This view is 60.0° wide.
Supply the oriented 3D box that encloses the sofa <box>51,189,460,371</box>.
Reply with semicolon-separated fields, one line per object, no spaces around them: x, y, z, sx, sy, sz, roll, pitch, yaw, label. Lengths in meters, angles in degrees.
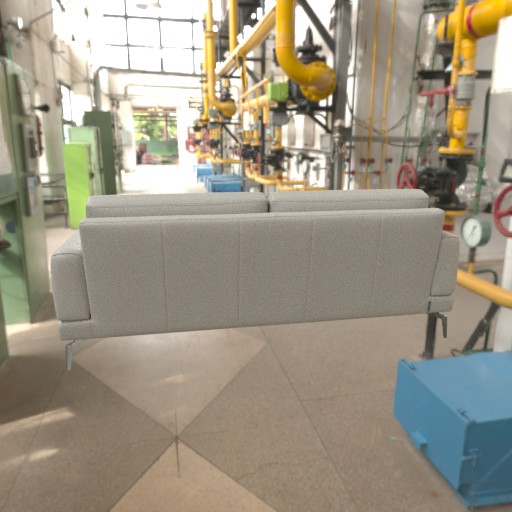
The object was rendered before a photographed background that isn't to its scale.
0.000;0.000;2.449;1.940;0.765;0.974;-3;15;-10;sofa
